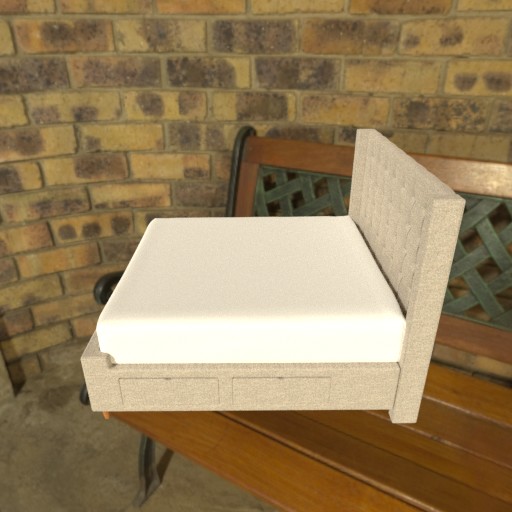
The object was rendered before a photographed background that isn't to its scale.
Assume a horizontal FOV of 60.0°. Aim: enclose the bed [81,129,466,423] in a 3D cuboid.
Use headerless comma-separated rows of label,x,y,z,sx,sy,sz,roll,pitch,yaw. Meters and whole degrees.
bed,0.000,0.000,3.765,2.372,1.748,2.044,0,27,0
